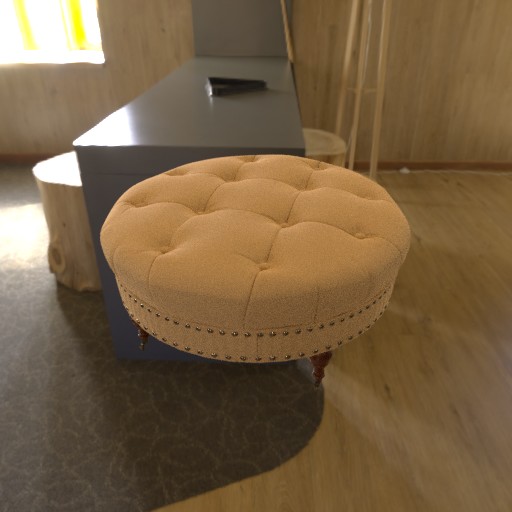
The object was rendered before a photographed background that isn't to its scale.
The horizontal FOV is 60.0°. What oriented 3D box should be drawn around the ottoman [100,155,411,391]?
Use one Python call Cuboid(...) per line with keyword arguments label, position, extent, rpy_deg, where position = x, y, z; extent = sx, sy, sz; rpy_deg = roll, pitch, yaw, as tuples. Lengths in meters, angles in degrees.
Cuboid(label="ottoman", position=(0.000, 0.000, 1.400), extent=(0.901, 0.439, 0.901), rpy_deg=(0, 31, 0))
